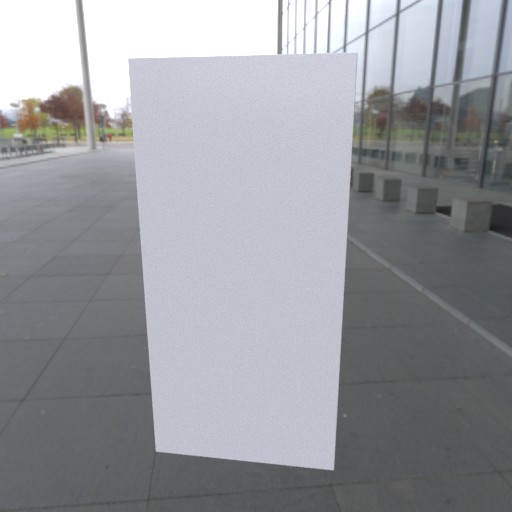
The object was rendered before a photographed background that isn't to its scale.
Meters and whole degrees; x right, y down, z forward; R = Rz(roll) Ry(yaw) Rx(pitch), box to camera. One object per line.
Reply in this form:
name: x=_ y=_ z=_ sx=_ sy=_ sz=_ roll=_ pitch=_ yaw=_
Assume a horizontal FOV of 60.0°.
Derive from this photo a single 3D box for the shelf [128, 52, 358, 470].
shelf: x=0.000 y=0.000 z=0.766 sx=0.290 sy=0.594 sz=0.297 roll=2 pitch=16 yaw=8
